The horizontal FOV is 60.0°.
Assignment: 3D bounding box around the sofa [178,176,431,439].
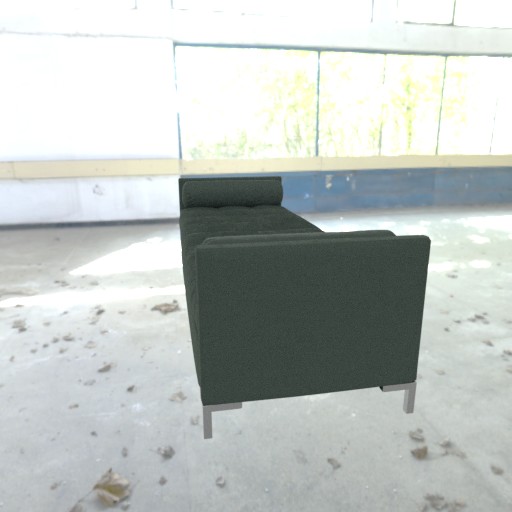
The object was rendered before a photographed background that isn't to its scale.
[{"bbox_3d":[0.000,0.000,2.439,0.797,0.657,2.102,-3,16,-11],"label":"sofa"}]
